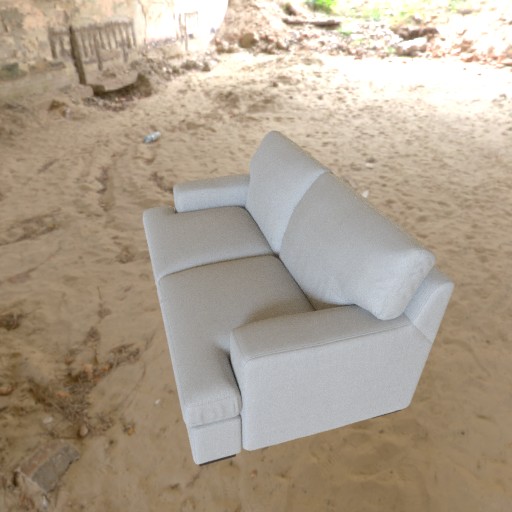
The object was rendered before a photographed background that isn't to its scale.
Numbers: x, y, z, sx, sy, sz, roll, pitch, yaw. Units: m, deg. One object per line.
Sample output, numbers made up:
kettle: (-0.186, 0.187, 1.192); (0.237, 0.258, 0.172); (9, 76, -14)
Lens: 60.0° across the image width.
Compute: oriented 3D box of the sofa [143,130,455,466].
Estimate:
sofa: (0.000, 0.000, 2.519); (1.143, 0.940, 1.880); (-9, 32, -15)
